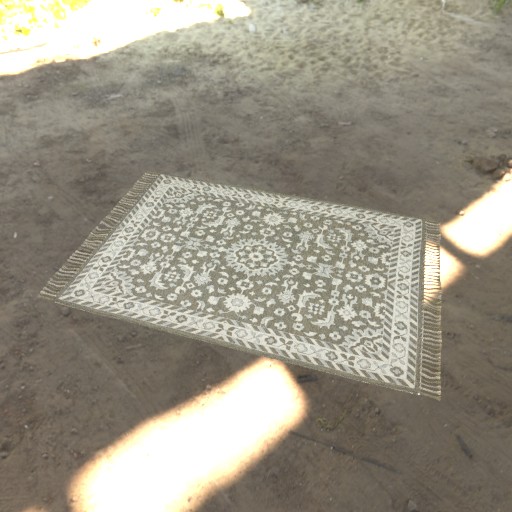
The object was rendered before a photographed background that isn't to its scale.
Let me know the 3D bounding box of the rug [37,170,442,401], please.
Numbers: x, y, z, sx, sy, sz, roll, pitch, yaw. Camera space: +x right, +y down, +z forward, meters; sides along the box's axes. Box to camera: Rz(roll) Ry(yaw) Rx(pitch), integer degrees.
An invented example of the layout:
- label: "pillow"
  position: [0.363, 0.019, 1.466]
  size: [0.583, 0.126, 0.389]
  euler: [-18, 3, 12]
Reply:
- label: "rug"
  position: [0.000, 0.000, 3.036]
  size: [2.431, 0.025, 1.530]
  euler: [12, 44, 12]
